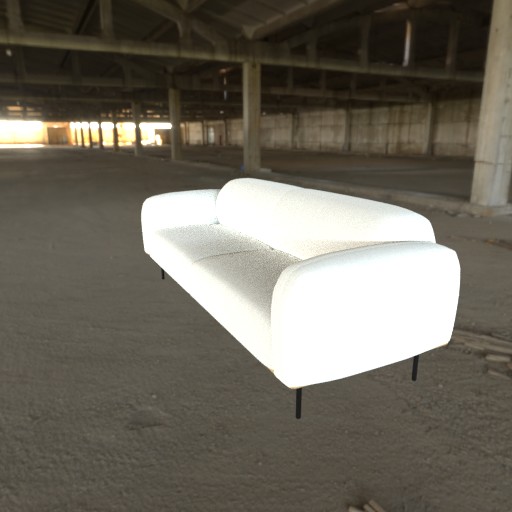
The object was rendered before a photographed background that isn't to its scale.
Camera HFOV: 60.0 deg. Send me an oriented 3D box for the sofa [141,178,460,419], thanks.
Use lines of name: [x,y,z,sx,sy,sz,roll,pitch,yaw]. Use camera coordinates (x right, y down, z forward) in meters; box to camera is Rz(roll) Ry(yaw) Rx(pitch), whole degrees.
sofa: [0.000,0.000,2.648,0.870,0.780,2.280,-8,17,-26]
